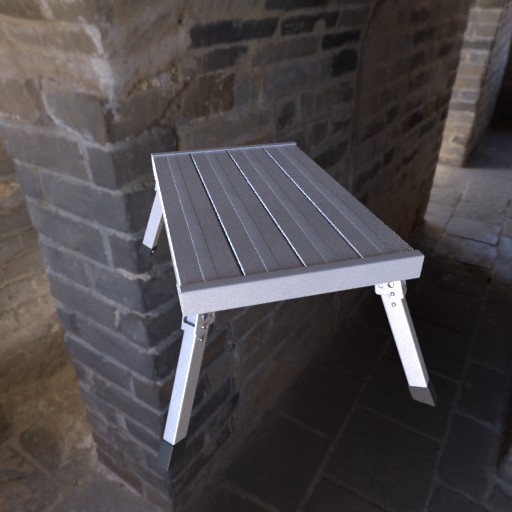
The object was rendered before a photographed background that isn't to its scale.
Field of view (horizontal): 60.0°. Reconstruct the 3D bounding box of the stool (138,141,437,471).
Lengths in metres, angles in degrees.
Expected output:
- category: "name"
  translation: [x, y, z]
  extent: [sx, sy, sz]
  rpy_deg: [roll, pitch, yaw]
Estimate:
- category: "stool"
  translation: [0.000, 0.000, 0.726]
  extent: [0.385, 0.225, 0.535]
  rpy_deg: [-8, 32, -13]
